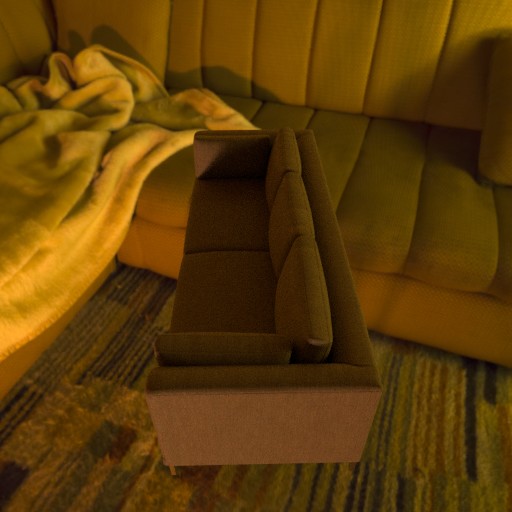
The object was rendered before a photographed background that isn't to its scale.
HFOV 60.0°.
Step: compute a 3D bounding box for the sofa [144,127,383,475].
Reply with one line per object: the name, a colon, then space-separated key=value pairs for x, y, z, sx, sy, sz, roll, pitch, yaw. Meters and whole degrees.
sofa: x=0.000 y=0.000 z=2.876 sx=0.969 sy=0.867 sz=2.415 roll=-1 pitch=40 yaw=-1
